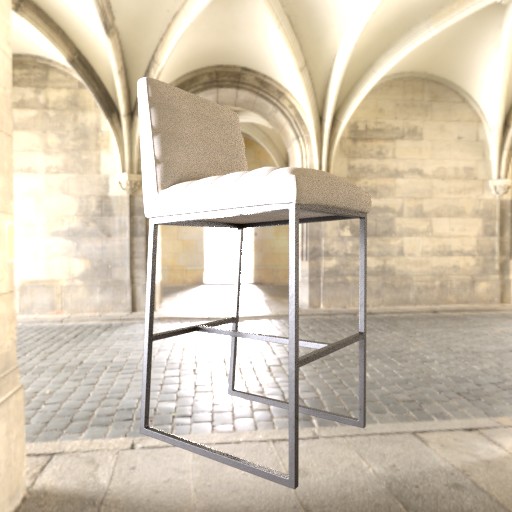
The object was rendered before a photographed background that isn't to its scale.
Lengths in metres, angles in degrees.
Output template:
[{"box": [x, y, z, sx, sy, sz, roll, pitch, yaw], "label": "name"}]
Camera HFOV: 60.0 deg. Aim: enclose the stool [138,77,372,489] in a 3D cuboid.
[{"box": [0.000, 0.000, 1.339, 0.573, 1.061, 0.464, 1, 2, 35], "label": "stool"}]
